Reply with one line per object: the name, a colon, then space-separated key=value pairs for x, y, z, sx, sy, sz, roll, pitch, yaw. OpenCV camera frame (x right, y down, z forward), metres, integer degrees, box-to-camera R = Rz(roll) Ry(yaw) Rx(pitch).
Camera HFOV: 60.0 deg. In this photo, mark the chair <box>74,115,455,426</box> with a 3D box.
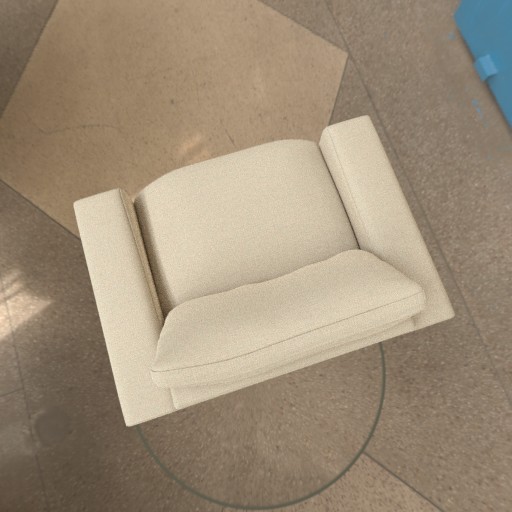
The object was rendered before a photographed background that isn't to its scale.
chair: x=0.000 y=0.000 z=1.978 sx=1.398 sy=0.915 sz=1.039 roll=-17 pitch=77 yaw=-4
